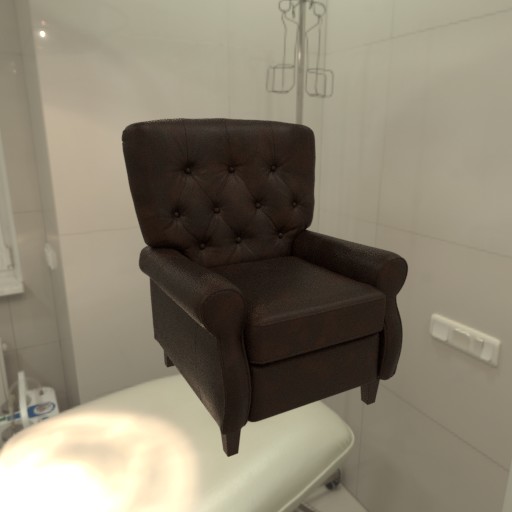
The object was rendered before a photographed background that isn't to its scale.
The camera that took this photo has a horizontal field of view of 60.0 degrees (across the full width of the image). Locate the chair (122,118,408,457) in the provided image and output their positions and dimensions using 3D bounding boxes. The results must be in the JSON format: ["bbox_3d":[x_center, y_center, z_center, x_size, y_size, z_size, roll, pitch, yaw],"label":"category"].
[{"bbox_3d":[0.000,0.000,1.920,0.948,1.158,1.058,-8,18,-27],"label":"chair"}]
